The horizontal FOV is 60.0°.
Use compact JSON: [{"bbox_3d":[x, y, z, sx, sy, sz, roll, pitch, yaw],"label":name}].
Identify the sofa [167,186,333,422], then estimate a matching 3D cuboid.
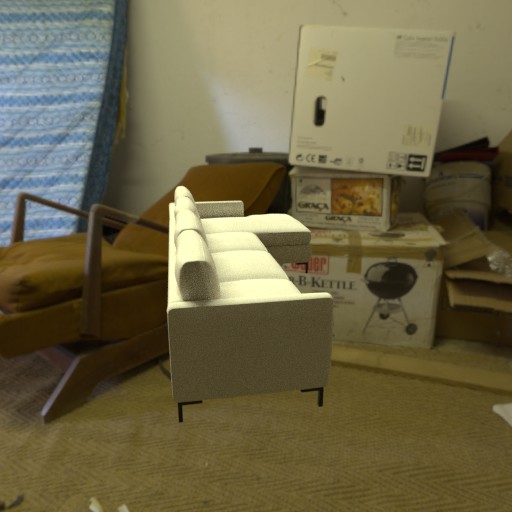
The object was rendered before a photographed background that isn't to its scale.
[{"bbox_3d":[0.000,0.000,2.929,1.126,0.677,2.445,-3,17,-10],"label":"sofa"}]
